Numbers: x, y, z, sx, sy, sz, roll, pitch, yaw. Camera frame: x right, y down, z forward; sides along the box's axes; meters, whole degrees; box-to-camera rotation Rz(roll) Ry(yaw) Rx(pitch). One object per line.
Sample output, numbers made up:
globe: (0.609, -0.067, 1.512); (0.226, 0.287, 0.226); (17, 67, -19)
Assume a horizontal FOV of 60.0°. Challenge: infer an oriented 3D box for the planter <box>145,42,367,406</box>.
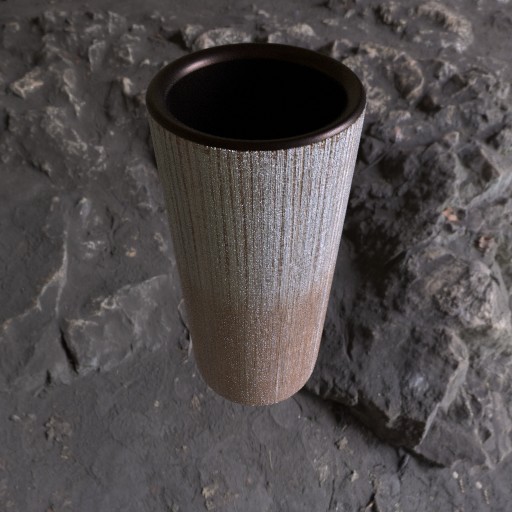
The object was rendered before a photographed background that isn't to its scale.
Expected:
planter: (0.000, 0.000, 0.283); (0.100, 0.227, 0.100); (-24, 51, -21)
